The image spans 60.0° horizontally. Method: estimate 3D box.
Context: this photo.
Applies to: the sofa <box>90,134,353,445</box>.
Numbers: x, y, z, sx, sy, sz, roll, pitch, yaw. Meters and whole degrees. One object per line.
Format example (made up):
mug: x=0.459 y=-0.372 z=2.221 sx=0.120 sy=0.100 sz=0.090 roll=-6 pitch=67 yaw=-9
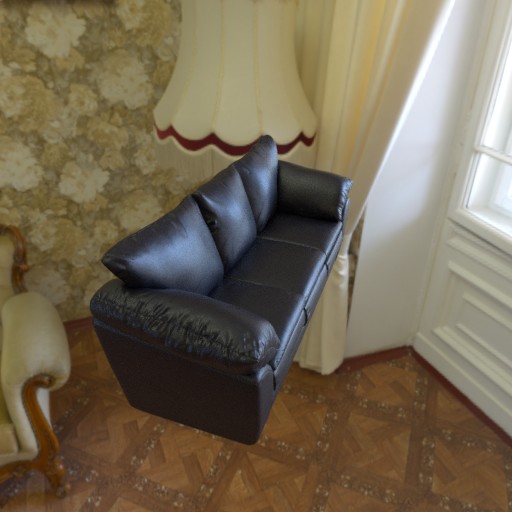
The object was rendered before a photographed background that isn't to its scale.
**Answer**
sofa: x=0.000 y=0.000 z=2.954 sx=0.880 sy=1.073 sz=2.336 roll=11 pitch=32 yaw=18
